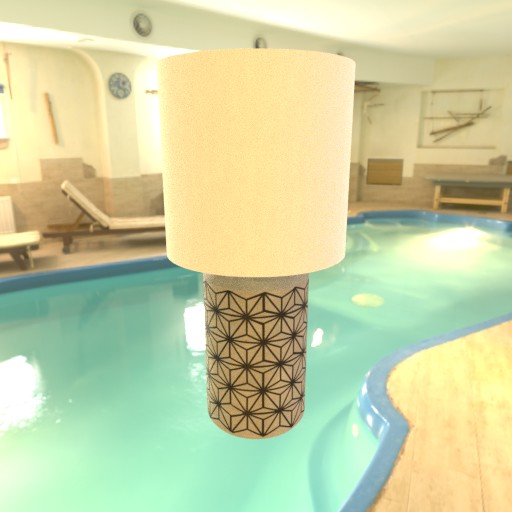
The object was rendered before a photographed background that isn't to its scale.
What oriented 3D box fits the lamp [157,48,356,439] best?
[{"bbox_3d":[0.000,0.000,0.524,0.206,0.416,0.206,8,17,27],"label":"lamp"}]
